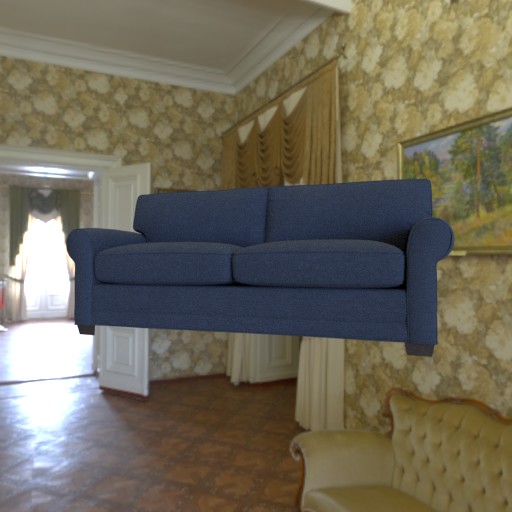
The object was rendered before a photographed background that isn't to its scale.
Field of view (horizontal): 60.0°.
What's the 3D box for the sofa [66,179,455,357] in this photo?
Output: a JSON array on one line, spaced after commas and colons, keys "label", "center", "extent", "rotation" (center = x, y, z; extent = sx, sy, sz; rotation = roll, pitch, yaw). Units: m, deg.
[{"label": "sofa", "center": [0.000, 0.000, 2.962], "extent": [2.391, 1.026, 0.954], "rotation": [0, -1, 19]}]
